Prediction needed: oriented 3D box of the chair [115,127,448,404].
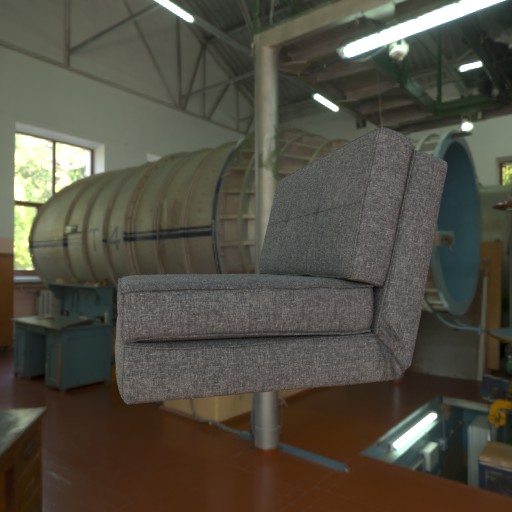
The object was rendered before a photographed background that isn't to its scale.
[{"bbox_3d":[0.000,0.000,1.326,0.800,0.615,0.740,0,-1,-17],"label":"chair"}]
